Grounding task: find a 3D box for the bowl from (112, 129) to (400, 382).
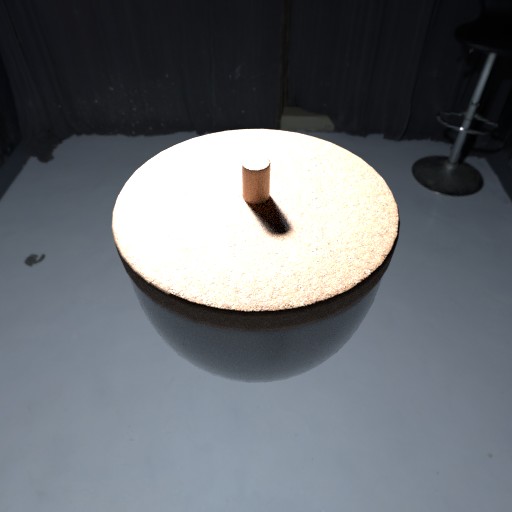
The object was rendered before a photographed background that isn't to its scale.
[{"bbox_3d":[0.000,0.000,0.223,0.126,0.110,0.126,0,45,0],"label":"bowl"}]
